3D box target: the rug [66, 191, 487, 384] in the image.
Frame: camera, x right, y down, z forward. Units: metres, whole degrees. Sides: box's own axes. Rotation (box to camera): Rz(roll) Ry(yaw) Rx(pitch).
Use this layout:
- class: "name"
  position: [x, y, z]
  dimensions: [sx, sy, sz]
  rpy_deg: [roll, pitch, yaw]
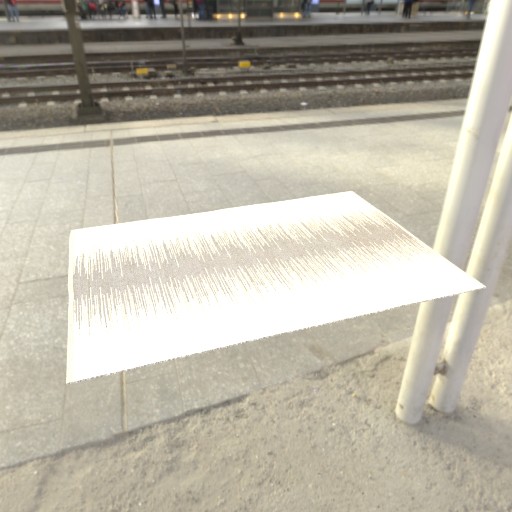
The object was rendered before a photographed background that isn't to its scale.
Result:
- class: "rug"
  position: [0.000, 0.000, 2.270]
  dimensions: [1.815, 0.007, 1.226]
  rpy_deg: [-10, 32, -16]
